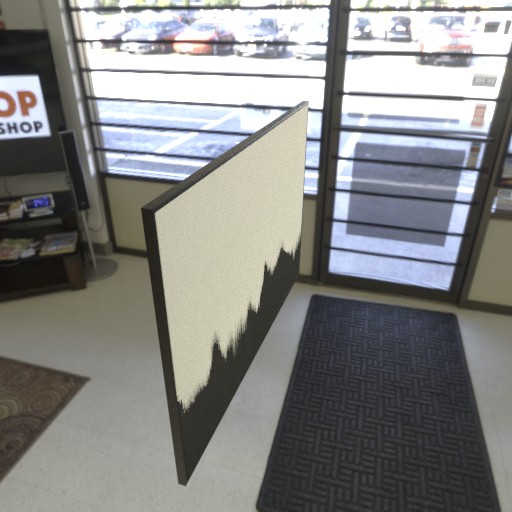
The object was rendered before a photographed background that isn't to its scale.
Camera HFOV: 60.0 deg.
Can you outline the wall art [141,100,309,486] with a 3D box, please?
[{"bbox_3d":[0.000,0.000,1.214,0.019,0.660,0.957,10,31,17],"label":"wall art"}]
